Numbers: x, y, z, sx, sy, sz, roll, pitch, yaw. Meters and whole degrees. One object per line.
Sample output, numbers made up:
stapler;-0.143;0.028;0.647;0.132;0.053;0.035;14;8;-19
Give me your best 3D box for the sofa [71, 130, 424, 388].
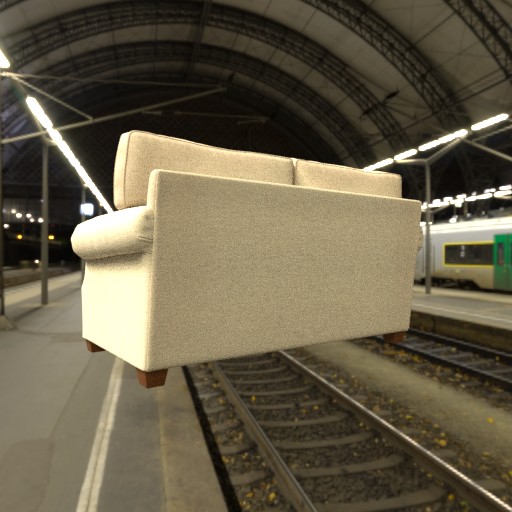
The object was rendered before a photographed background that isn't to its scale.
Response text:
sofa;0.000;0.000;2.340;1.701;0.966;0.966;0;0;-36
